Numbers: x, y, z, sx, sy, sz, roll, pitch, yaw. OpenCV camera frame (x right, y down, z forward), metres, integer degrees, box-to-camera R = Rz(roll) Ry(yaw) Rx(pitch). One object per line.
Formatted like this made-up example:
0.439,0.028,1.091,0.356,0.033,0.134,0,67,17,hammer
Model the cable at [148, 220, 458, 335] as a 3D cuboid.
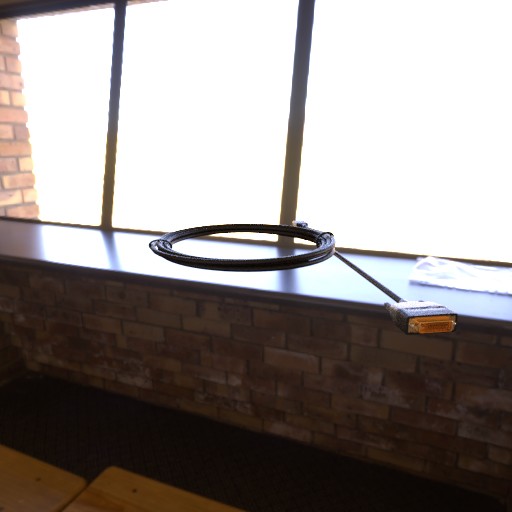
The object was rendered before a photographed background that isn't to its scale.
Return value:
0.000,0.000,0.523,0.257,0.030,0.422,-2,14,-9,cable
